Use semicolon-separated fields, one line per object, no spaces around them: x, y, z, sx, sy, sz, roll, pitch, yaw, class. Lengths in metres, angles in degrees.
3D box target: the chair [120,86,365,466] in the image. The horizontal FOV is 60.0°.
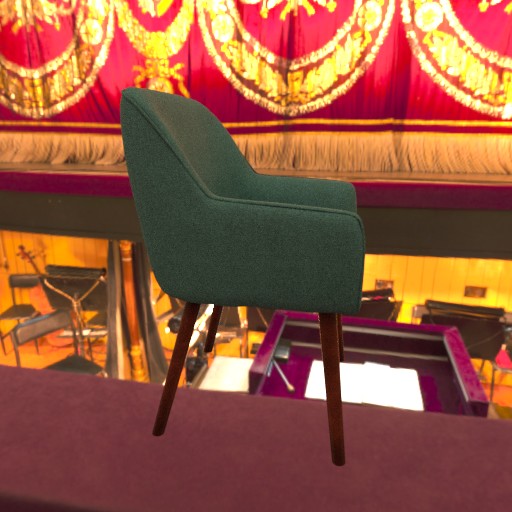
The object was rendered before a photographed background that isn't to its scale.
0.000;0.000;1.145;0.519;0.803;0.543;3;16;10;chair
